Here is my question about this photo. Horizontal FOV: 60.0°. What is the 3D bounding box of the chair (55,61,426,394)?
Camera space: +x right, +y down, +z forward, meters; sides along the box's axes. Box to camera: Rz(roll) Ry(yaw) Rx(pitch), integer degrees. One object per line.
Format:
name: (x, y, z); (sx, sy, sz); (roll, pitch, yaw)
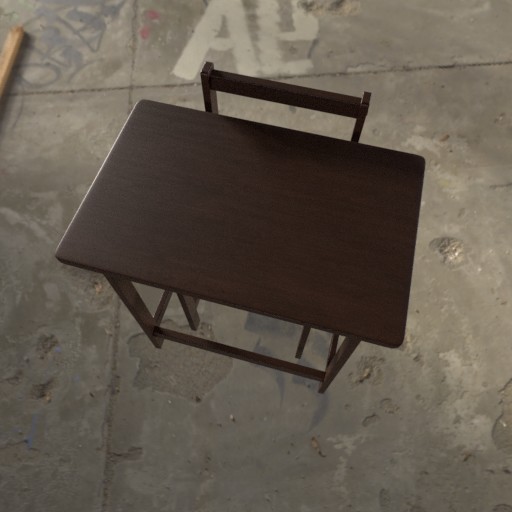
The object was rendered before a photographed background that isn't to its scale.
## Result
chair: (0.000, 0.000, 1.063); (0.599, 0.673, 0.463); (14, 63, 7)
